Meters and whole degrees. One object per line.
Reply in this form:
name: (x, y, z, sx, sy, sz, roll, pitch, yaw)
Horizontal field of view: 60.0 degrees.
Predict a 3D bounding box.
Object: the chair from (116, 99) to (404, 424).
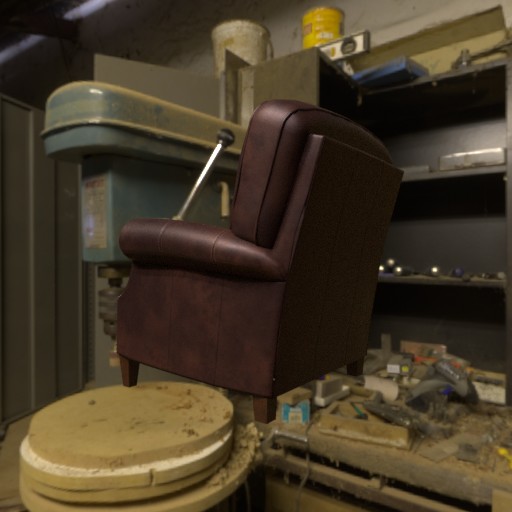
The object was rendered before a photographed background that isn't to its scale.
chair: (0.000, 0.000, 1.804, 0.986, 1.018, 0.936, 0, 0, 37)
